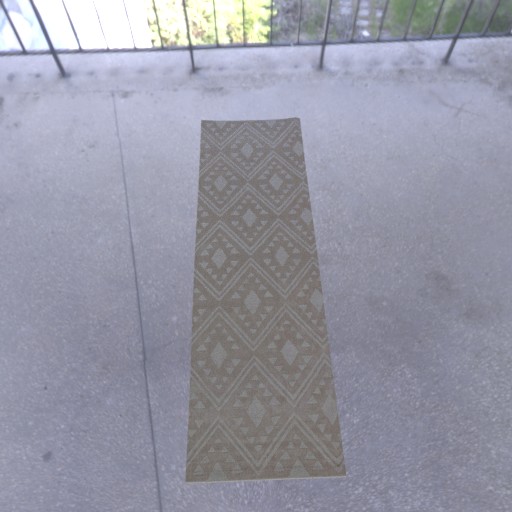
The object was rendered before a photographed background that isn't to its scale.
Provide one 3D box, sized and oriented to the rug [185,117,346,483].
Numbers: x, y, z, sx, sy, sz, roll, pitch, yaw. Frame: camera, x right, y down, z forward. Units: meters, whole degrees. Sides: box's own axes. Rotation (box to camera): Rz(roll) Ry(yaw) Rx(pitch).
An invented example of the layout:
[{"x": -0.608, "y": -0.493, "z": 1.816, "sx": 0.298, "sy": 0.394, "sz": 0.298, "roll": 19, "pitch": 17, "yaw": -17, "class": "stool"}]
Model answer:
[{"x": 0.000, "y": 0.000, "z": 2.702, "sx": 0.752, "sy": 0.051, "sz": 2.452, "roll": -2, "pitch": 57, "yaw": -1, "class": "rug"}]
